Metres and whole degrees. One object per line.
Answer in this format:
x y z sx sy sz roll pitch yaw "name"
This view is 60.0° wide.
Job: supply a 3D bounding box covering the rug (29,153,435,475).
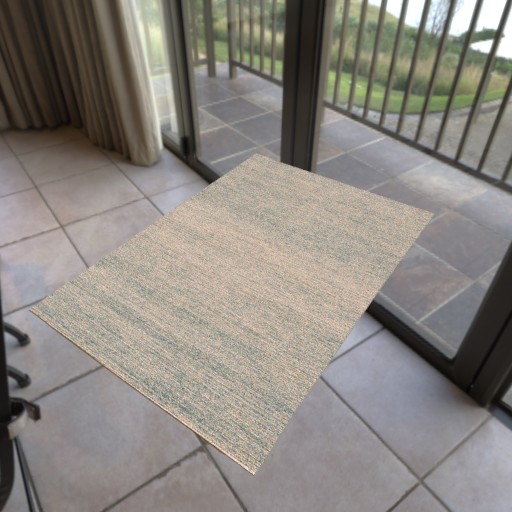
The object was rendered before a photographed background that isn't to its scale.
0.000 0.000 2.923 1.613 0.030 2.306 25 47 26 "rug"
